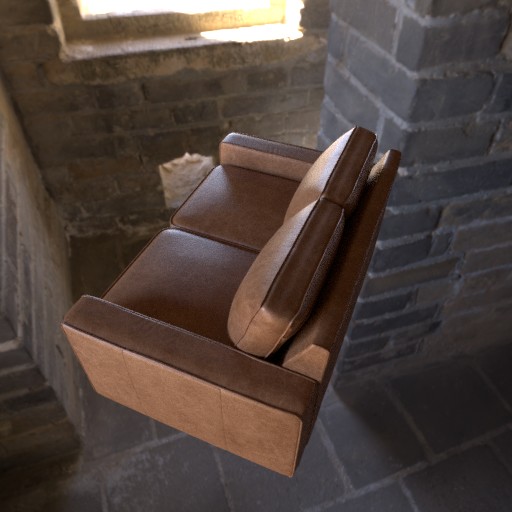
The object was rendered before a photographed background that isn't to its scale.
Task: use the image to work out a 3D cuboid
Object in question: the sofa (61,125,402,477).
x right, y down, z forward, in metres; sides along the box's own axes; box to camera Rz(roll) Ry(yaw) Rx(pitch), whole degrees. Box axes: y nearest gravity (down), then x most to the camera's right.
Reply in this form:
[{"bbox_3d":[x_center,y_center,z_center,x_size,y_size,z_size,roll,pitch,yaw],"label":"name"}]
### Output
[{"bbox_3d":[0.000,0.000,2.118,1.020,0.896,1.532,17,48,16],"label":"sofa"}]
